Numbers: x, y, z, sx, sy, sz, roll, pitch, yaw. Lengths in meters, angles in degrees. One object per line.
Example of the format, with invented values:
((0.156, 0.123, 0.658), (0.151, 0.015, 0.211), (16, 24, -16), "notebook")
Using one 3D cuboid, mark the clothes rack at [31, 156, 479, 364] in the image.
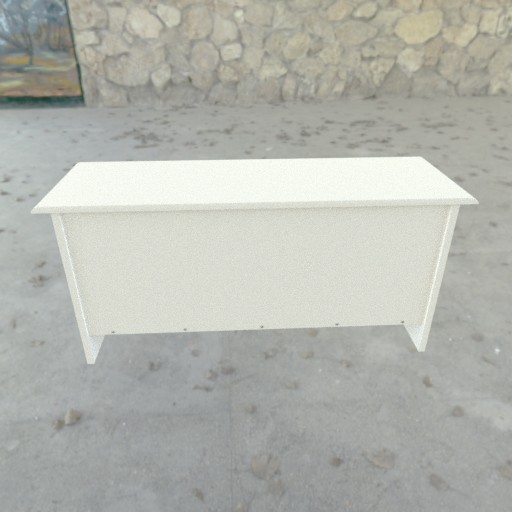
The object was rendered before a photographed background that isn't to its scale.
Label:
((0.000, 0.000, 1.508), (1.218, 0.558, 0.405), (-2, 29, -3), "clothes rack")
